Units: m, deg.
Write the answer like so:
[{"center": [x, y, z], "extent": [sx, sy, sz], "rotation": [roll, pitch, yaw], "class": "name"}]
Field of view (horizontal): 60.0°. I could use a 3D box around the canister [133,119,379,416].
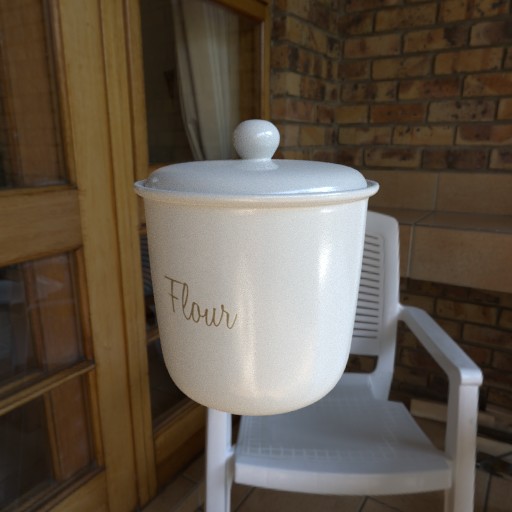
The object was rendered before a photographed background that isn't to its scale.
[{"center": [0.000, 0.000, 0.353], "extent": [0.182, 0.208, 0.182], "rotation": [0, 14, 0], "class": "canister"}]
